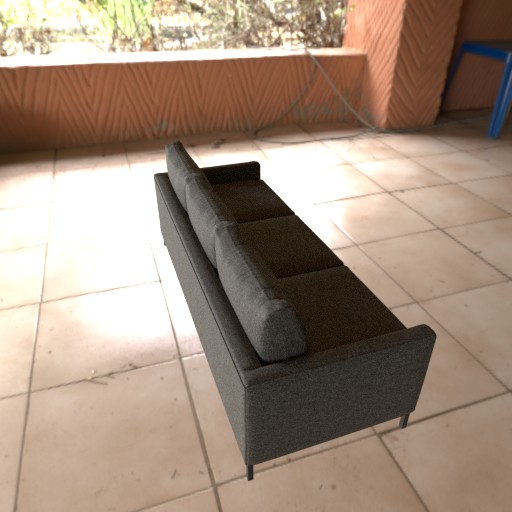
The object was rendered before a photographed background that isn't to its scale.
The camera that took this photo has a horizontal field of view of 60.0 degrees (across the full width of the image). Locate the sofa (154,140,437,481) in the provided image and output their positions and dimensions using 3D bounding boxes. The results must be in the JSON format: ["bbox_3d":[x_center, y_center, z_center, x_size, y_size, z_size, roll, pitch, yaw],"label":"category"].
[{"bbox_3d":[0.000,0.000,2.707,0.876,0.879,2.253,-11,33,-17],"label":"sofa"}]
